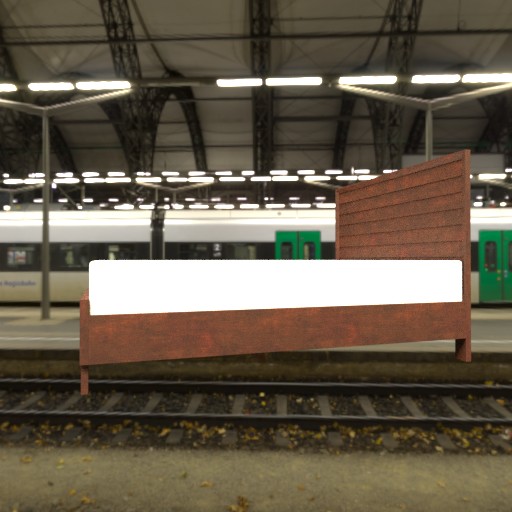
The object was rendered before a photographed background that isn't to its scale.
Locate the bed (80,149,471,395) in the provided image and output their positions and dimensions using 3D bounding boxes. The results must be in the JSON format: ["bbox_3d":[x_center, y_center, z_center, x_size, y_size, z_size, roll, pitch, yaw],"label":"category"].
[{"bbox_3d":[0.000,0.000,3.074,2.184,1.270,1.600,0,0,-19],"label":"bed"}]
